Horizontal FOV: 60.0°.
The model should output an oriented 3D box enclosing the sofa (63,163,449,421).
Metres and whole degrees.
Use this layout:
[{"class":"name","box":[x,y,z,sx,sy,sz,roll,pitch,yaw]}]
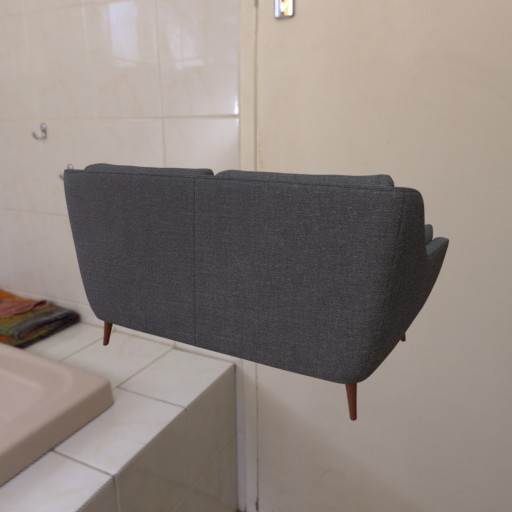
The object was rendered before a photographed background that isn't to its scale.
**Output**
[{"class":"sofa","box":[0.000,0.000,2.154,1.646,0.887,0.976,8,17,27]}]
